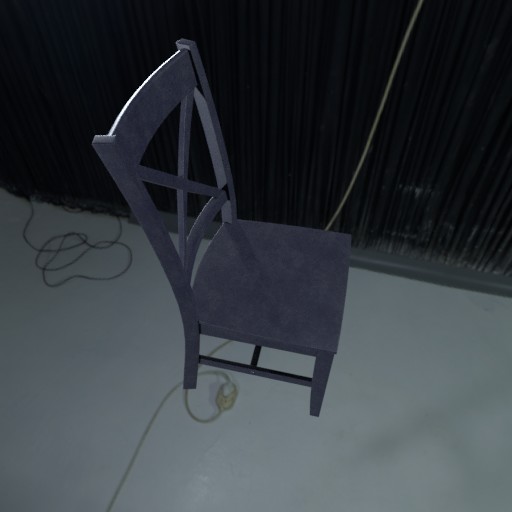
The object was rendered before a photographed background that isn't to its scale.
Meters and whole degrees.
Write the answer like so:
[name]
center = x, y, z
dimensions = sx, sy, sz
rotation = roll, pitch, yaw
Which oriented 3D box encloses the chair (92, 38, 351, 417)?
[chair]
center = 0.000, 0.000, 1.279
dimensions = 0.542, 0.983, 0.485
rotation = 10, 48, 9
